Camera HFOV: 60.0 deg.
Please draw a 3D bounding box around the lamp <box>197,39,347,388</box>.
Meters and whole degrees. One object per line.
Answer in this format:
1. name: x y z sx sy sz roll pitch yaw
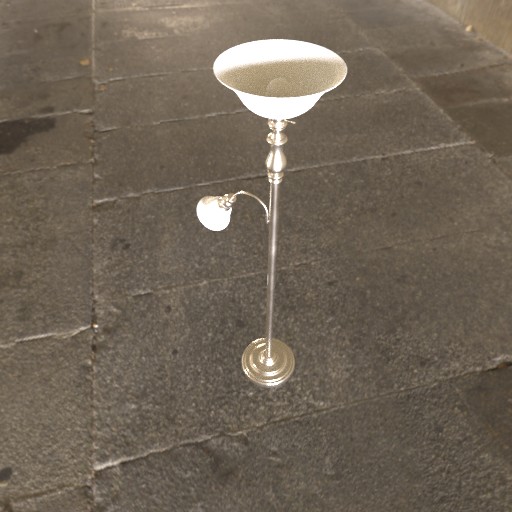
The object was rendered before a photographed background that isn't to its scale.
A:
1. lamp: 0.000 0.000 2.029 0.575 1.785 0.405 24 51 21
